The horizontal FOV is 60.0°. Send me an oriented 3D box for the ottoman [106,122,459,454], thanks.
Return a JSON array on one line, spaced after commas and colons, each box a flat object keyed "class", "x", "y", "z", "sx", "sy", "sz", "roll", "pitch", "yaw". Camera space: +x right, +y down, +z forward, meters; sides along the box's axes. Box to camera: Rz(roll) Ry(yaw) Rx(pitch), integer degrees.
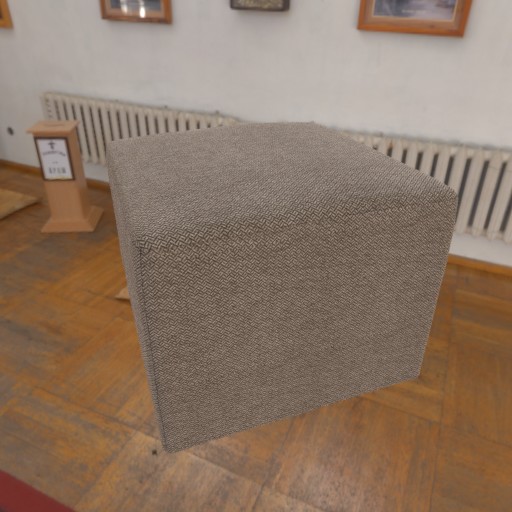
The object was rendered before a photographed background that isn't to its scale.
[{"class": "ottoman", "x": 0.000, "y": 0.000, "z": 0.909, "sx": 0.512, "sy": 0.453, "sz": 0.519, "roll": -10, "pitch": 31, "yaw": -18}]
